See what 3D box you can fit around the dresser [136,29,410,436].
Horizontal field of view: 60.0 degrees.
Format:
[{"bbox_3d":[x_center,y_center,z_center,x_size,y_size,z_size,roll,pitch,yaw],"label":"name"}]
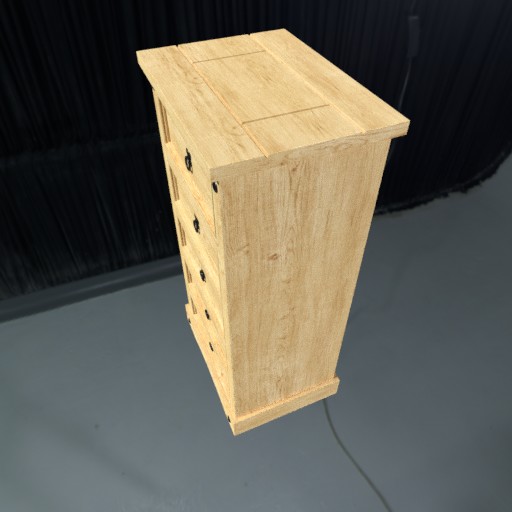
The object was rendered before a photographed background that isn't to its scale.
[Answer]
[{"bbox_3d":[0.000,0.000,1.303,0.390,1.041,0.531,-17,48,-16],"label":"dresser"}]
